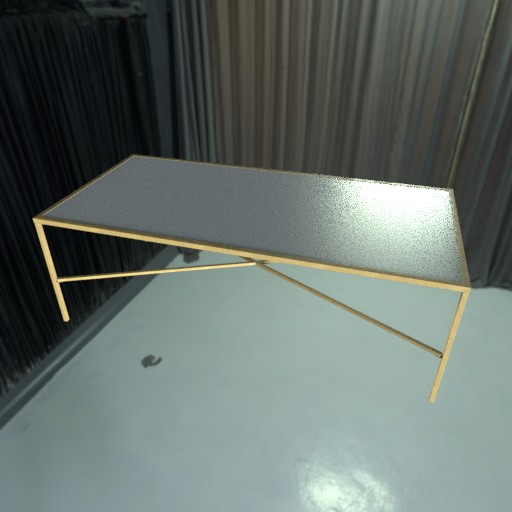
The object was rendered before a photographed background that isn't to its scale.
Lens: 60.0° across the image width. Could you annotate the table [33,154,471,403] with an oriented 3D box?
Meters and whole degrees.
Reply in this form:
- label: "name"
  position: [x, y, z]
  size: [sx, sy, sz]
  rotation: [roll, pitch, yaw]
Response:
- label: "table"
  position: [0.000, 0.000, 1.506]
  size: [1.206, 0.398, 0.580]
  rotation: [9, 33, 14]
